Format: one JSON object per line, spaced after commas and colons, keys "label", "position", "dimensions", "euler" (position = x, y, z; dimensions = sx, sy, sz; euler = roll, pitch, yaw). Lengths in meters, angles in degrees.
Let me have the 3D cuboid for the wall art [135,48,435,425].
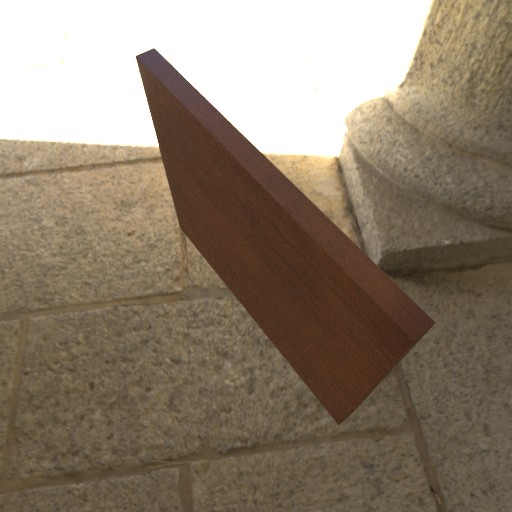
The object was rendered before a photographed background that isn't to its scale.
{"label": "wall art", "position": [0.000, 0.000, 0.751], "dimensions": [0.033, 0.457, 0.558], "euler": [-33, 65, -18]}
